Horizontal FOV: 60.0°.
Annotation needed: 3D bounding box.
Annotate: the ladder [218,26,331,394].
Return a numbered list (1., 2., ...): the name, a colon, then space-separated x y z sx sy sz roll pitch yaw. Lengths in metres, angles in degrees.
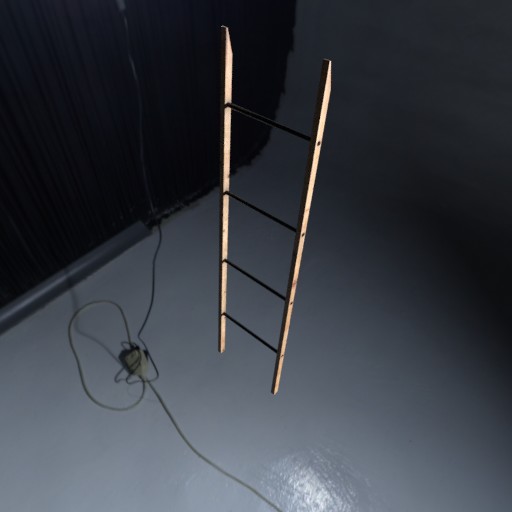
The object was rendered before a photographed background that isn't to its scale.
1. ladder: 0.000 0.000 1.996 0.442 1.805 0.200 32 54 27
